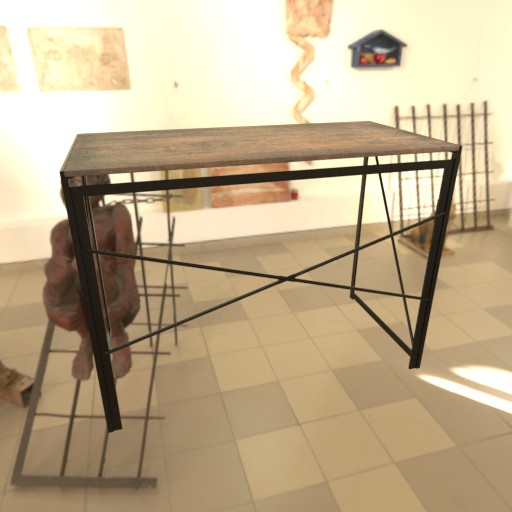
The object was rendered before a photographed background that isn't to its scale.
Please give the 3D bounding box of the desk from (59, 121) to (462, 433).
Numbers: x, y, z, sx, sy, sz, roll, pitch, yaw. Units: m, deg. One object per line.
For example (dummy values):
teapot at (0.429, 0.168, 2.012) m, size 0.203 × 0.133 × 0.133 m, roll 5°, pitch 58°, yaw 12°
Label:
desk at (0.000, 0.000, 1.444) m, size 1.015 × 0.747 × 0.505 m, roll -7°, pitch 26°, yaw -15°
